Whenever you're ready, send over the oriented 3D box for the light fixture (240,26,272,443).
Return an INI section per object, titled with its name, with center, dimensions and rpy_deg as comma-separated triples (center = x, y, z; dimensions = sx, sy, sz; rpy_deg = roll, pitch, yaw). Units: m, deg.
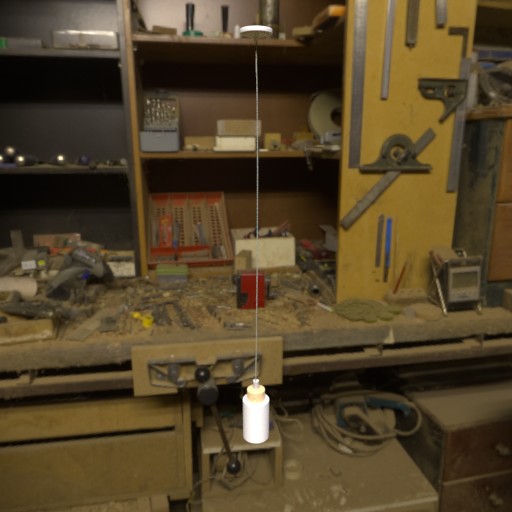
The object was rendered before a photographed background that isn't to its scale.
[light fixture]
center = 0.000, 0.000, 1.930
dimensions = 0.125, 1.798, 0.125
rpy_deg = -2, 15, -8
